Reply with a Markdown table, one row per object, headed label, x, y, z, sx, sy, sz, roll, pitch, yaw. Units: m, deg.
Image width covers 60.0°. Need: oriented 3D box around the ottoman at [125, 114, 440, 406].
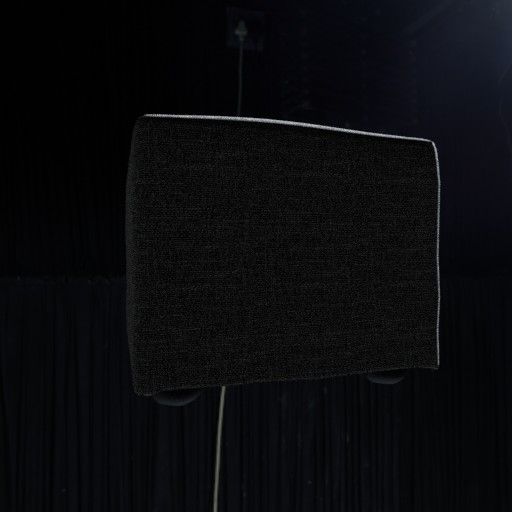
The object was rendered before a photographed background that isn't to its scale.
| label | x | y | z | sx | sy | sz | roll | pitch | yaw |
| --- | --- | --- | --- | --- | --- | --- | --- | --- | --- |
| ottoman | 0.000 | 0.000 | 0.919 | 0.512 | 0.453 | 0.521 | 0 | 0 | -17 |
